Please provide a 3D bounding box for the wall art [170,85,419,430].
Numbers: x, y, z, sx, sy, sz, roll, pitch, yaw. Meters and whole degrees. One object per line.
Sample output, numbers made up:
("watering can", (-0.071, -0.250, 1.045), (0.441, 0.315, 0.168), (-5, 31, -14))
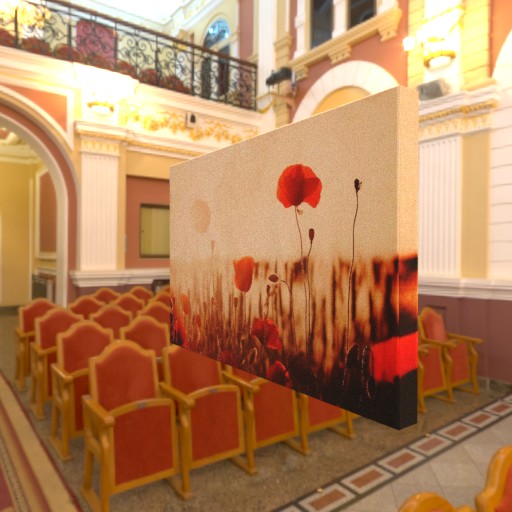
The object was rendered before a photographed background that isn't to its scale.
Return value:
("wall art", (0.000, 0.000, 0.772), (0.040, 0.402, 0.613), (0, 1, -36))
